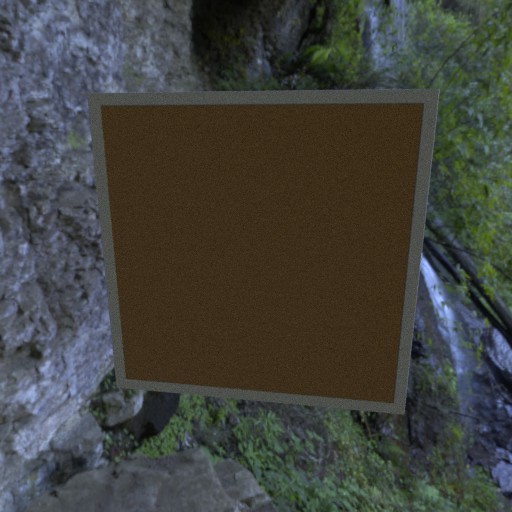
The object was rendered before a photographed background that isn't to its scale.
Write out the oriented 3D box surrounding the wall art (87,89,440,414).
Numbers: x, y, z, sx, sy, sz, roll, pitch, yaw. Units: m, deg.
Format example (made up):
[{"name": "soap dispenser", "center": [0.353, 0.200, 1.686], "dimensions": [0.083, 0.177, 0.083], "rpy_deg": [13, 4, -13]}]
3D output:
[{"name": "wall art", "center": [0.000, 0.000, 0.439], "dimensions": [0.305, 0.305, 0.038], "rpy_deg": [3, 17, 9]}]
